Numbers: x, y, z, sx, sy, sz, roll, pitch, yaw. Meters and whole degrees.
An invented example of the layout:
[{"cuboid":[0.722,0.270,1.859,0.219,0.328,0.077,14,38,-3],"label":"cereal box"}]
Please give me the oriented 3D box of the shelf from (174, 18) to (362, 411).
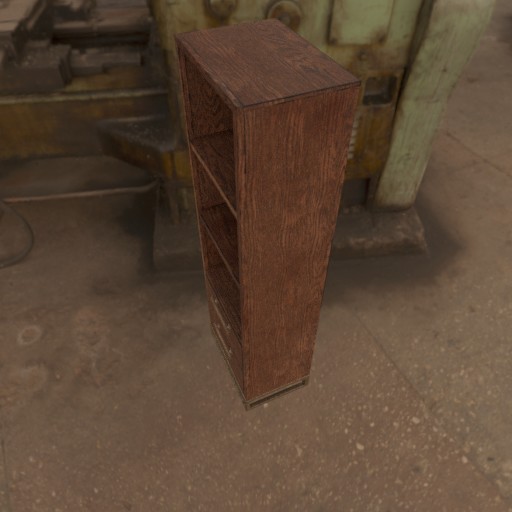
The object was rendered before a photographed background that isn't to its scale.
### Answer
[{"cuboid":[0.000,0.000,1.951,0.395,1.732,0.539,-18,49,-16],"label":"shelf"}]
